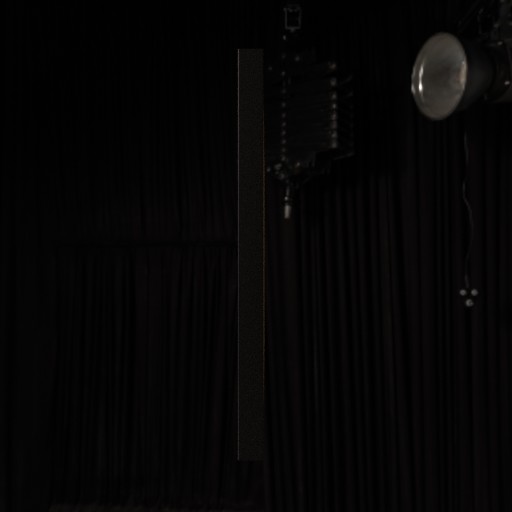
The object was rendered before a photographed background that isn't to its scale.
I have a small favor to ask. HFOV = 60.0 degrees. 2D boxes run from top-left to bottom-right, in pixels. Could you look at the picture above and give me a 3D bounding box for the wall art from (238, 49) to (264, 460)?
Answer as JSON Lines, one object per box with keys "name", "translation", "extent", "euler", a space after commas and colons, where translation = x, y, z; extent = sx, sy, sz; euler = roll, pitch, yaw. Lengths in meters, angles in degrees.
{"name": "wall art", "translation": [0.000, 0.000, 0.774], "extent": [0.028, 0.460, 0.561], "euler": [0, -1, 1]}
